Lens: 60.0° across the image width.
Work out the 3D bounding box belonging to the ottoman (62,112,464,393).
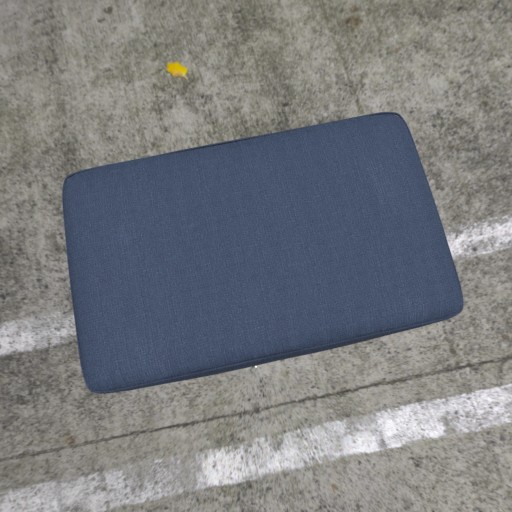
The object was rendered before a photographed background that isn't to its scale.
[{"bbox_3d":[0.000,0.000,1.212,0.885,0.438,0.570,-12,76,-3],"label":"ottoman"}]
